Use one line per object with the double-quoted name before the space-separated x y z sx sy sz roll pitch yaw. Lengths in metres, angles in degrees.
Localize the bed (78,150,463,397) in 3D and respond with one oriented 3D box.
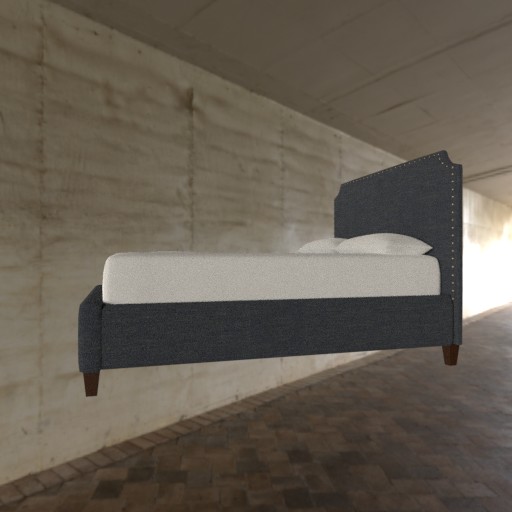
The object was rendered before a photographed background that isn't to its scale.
"bed" 0.000 0.000 3.357 2.372 1.443 1.713 0 0 -17
